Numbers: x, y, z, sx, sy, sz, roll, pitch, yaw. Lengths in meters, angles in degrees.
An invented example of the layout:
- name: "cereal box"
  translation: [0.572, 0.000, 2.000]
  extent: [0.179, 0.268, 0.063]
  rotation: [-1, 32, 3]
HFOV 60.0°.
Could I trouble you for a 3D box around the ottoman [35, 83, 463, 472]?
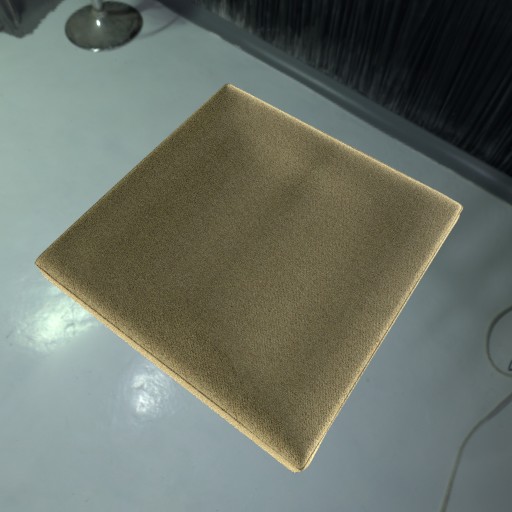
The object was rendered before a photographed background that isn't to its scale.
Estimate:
- name: "ottoman"
  translation: [0.000, 0.000, 1.516]
  extent: [0.981, 0.378, 0.970]
  rotation: [33, 67, 16]
